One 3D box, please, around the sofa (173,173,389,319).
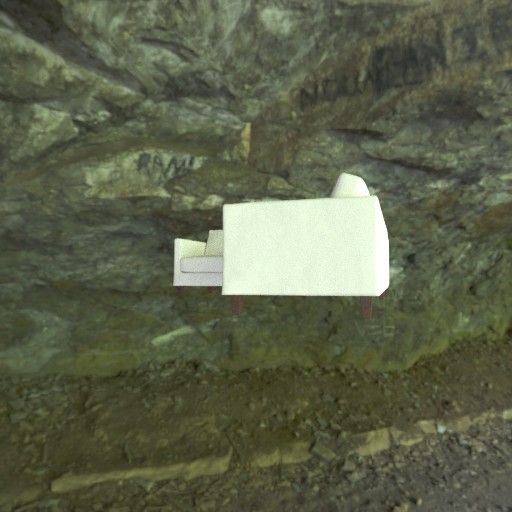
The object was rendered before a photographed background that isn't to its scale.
[{"bbox_3d":[0.000,0.000,4.300,2.432,0.863,3.182,-1,-3,18],"label":"sofa"}]
